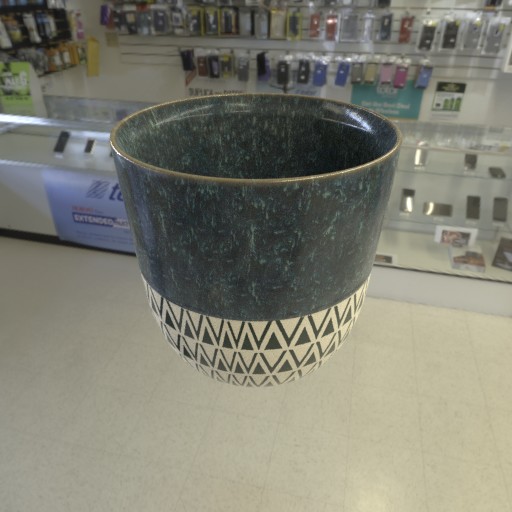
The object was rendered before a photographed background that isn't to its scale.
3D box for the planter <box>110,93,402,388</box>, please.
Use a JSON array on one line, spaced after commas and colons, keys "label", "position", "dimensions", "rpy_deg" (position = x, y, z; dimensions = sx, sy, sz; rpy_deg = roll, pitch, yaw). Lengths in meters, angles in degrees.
[{"label": "planter", "position": [0.000, 0.000, 0.363], "dimensions": [0.195, 0.214, 0.195], "rpy_deg": [0, 33, 0]}]
